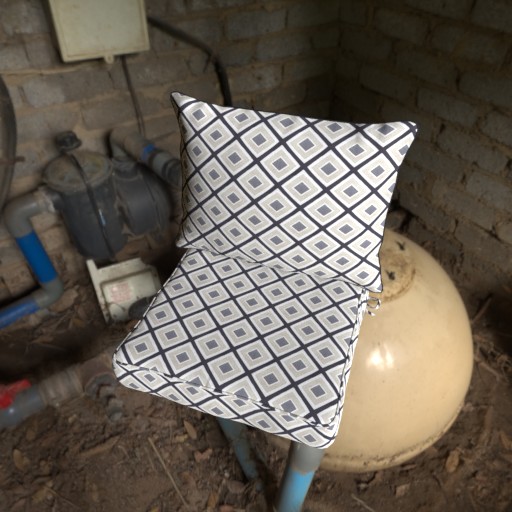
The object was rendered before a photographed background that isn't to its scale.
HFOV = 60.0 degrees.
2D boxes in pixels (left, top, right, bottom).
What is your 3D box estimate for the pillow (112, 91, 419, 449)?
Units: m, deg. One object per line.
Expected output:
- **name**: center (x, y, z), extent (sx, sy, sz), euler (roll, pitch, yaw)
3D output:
- **pillow**: center (0.000, 0.000, 1.342), extent (0.798, 0.722, 0.733), euler (13, 42, 14)
